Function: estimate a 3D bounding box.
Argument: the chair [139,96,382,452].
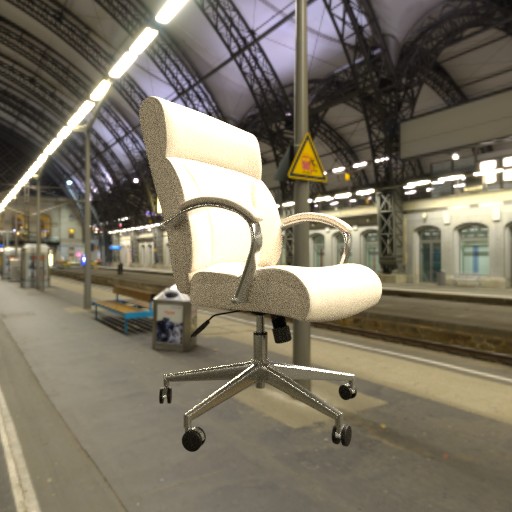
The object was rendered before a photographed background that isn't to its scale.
[{"bbox_3d":[0.000,0.000,1.547,0.745,1.099,0.727,0,0,35],"label":"chair"}]
